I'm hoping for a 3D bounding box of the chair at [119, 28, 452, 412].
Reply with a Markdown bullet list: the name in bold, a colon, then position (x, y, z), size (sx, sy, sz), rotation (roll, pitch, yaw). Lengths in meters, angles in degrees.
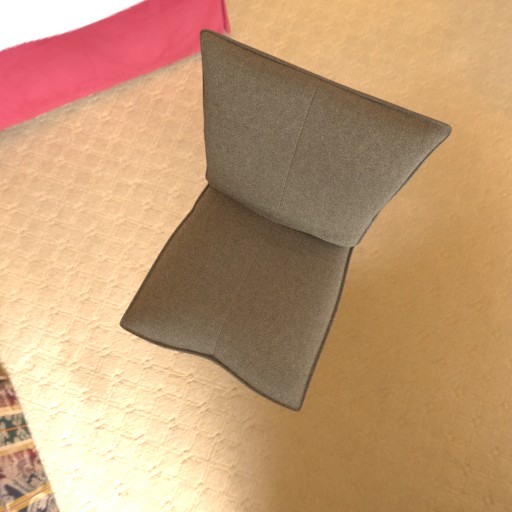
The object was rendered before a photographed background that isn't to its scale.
- **chair**: position (0.000, 0.000, 1.267), size (0.597, 0.811, 0.696), rotation (25, 77, 6)
